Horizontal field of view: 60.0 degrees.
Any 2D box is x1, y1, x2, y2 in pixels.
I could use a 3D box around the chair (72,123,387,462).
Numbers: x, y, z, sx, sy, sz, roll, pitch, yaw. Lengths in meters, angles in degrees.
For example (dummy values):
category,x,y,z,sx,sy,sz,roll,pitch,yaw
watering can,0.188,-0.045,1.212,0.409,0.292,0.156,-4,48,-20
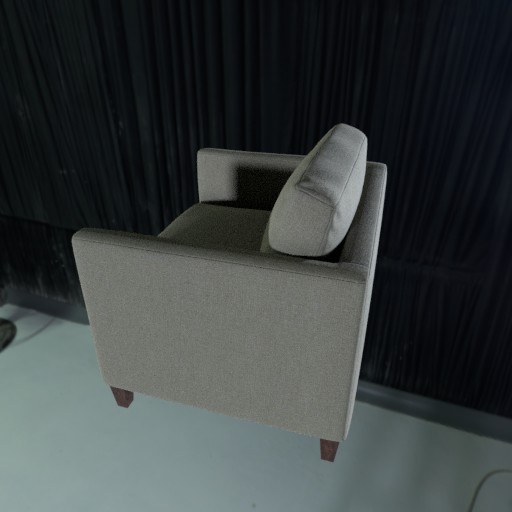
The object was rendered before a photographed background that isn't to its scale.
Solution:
category,x,y,z,sx,sy,sz,roll,pitch,yaw
chair,0.000,0.000,1.843,0.959,0.963,1.107,8,30,15
